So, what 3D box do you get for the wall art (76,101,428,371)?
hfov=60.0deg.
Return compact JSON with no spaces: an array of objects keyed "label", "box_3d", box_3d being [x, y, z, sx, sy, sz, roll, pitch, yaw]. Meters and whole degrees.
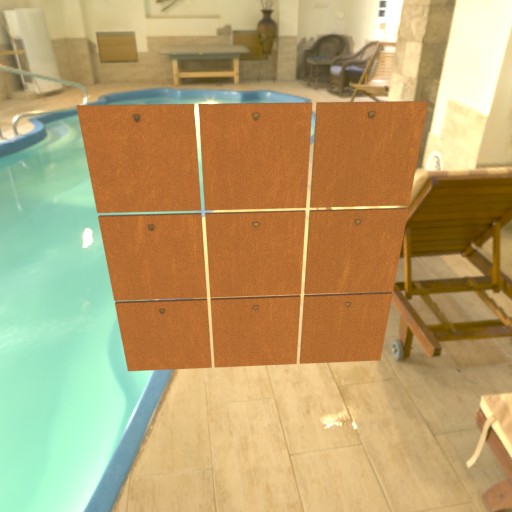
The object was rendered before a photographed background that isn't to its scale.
[{"label":"wall art","box_3d":[0.000,0.000,1.379,0.915,0.913,0.018,-2,30,-3]}]
